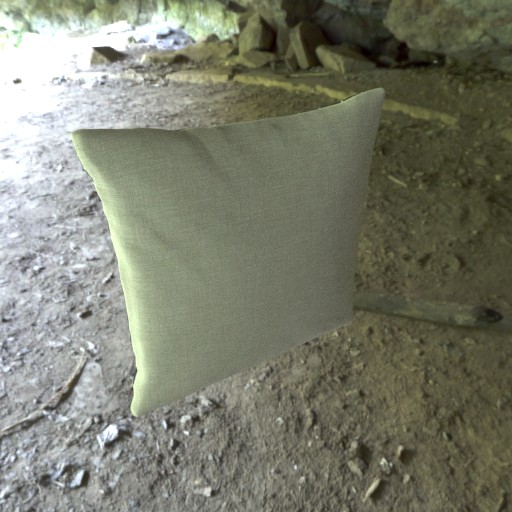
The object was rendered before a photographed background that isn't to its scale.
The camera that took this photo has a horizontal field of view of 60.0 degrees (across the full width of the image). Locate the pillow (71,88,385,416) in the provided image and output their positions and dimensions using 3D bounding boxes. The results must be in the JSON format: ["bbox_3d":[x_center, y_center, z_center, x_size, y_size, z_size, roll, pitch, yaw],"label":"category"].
[{"bbox_3d":[0.000,0.000,0.769,0.517,0.508,0.158,-18,35,-27],"label":"pillow"}]
